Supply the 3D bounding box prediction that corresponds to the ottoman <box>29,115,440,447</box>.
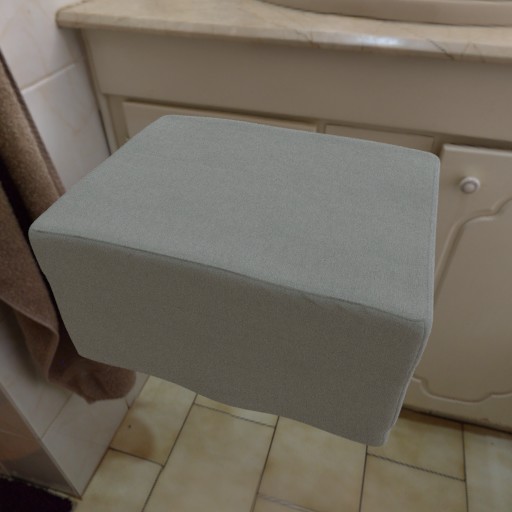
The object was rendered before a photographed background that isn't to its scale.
[{"bbox_3d":[0.000,0.000,1.185,0.833,0.461,0.648,12,42,14],"label":"ottoman"}]
